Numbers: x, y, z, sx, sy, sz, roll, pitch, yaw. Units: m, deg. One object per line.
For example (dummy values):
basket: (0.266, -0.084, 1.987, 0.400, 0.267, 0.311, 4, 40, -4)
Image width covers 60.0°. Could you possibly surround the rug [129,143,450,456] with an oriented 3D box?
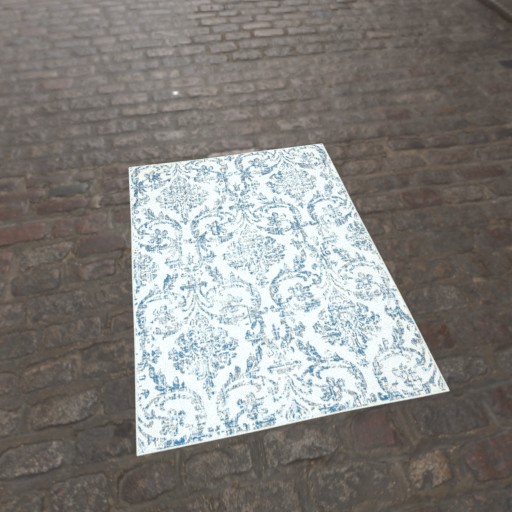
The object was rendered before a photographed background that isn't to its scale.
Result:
rug: (0.000, 0.000, 2.874, 1.586, 0.014, 2.197, -9, 50, -8)
